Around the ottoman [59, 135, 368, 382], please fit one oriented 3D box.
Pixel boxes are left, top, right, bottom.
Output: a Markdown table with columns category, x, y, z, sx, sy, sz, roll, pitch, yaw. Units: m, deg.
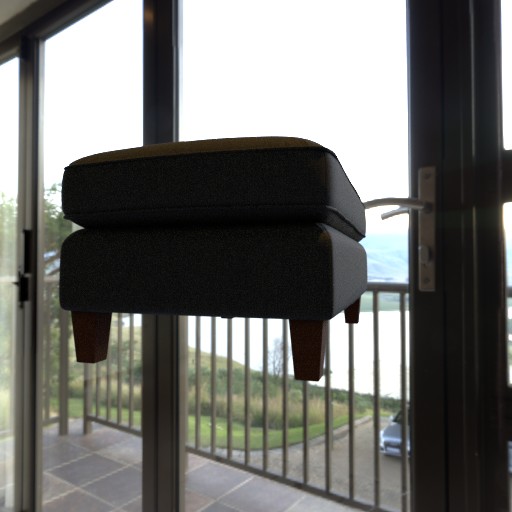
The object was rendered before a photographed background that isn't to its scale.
| category | x | y | z | sx | sy | sz | roll | pitch | yaw |
| --- | --- | --- | --- | --- | --- | --- | --- | --- | --- |
| ottoman | 0.000 | 0.000 | 1.196 | 0.570 | 0.438 | 0.885 | 0 | -1 | 18 |
